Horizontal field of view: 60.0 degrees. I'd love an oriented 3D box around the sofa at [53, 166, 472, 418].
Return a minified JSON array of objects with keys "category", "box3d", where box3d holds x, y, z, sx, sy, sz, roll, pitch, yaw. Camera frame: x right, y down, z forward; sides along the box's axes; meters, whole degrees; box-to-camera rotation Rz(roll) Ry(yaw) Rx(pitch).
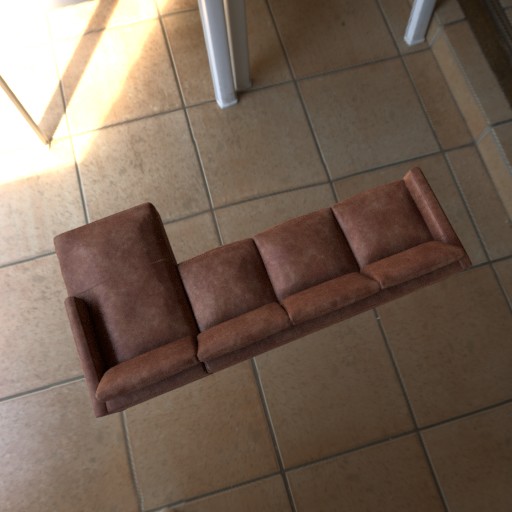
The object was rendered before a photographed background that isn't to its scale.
[{"category":"sofa","box3d":[0.000,0.000,3.600,2.993,0.859,1.471,-21,76,-5]}]
